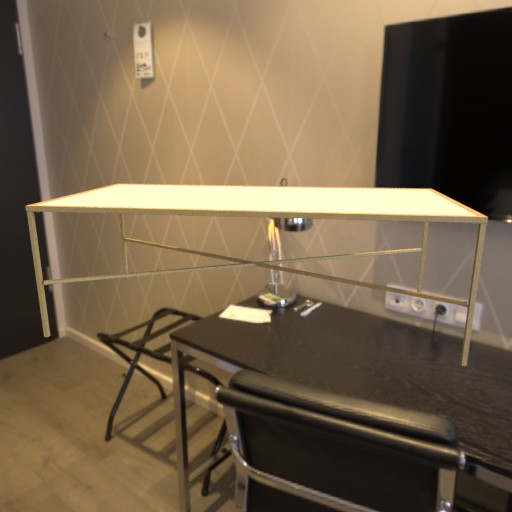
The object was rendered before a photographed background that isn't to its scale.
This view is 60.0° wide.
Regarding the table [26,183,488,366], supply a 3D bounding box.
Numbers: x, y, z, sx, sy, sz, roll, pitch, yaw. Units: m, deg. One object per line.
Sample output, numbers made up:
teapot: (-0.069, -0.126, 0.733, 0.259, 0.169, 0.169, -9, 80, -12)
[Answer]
table: (0.000, 0.000, 1.473, 1.206, 0.398, 0.580, 2, 16, 8)
